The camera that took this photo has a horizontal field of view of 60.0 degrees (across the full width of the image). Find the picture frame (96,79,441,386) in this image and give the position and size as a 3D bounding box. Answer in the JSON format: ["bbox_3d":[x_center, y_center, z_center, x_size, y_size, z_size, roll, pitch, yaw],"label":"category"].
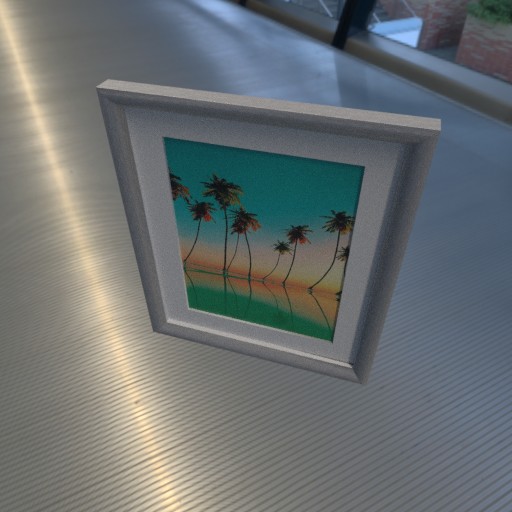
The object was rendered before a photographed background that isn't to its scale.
[{"bbox_3d":[0.000,0.000,0.536,0.327,0.378,0.027,11,43,13],"label":"picture frame"}]
